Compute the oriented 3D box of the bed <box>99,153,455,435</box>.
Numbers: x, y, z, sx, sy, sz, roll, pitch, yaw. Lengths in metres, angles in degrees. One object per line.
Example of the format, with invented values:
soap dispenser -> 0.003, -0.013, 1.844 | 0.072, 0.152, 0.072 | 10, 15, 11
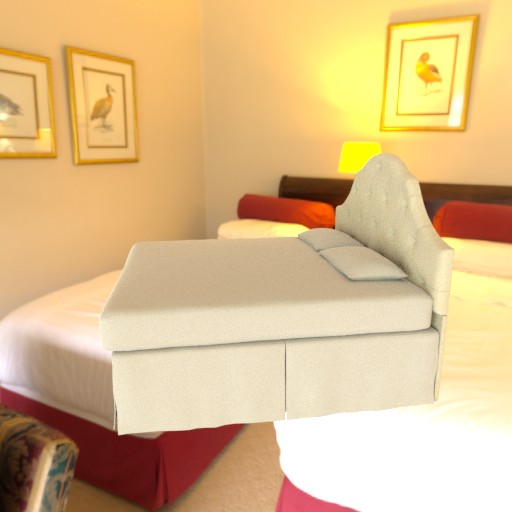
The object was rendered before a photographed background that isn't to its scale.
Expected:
bed -> 0.000, 0.000, 3.447 | 2.086, 1.555, 2.012 | -2, 14, -9
